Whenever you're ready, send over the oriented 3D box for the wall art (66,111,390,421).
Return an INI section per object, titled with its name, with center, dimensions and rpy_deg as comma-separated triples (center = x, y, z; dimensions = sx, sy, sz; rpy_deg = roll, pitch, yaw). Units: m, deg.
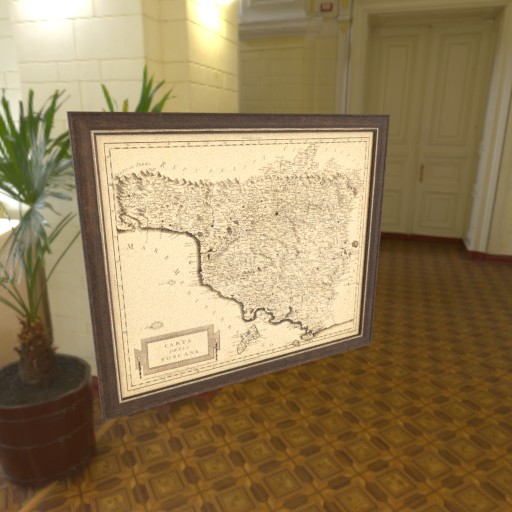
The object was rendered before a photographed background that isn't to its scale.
[wall art]
center = 0.000, 0.000, 1.428
dimensions = 1.033, 0.875, 0.023
rpy_deg = -9, 19, -27
